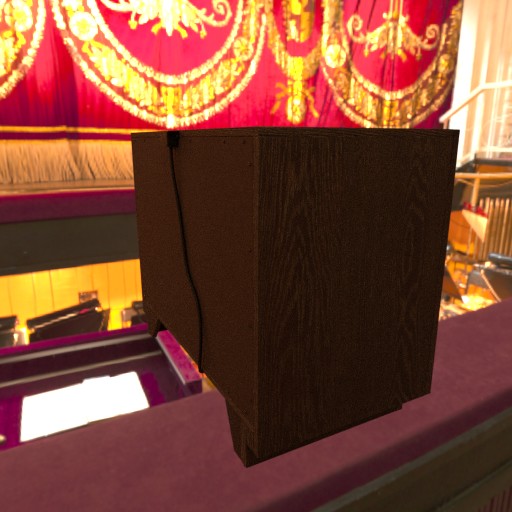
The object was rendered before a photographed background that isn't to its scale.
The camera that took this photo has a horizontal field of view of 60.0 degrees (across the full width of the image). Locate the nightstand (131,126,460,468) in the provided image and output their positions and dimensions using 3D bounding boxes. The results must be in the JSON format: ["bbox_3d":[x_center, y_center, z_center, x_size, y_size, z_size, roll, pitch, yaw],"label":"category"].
[{"bbox_3d":[0.000,0.000,1.128,0.457,0.612,0.775,-8,17,-27],"label":"nightstand"}]
